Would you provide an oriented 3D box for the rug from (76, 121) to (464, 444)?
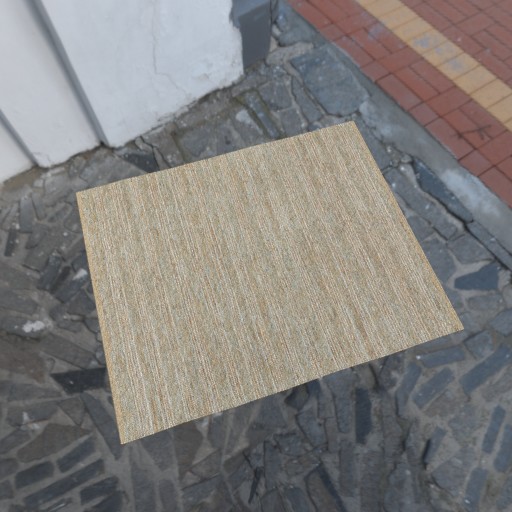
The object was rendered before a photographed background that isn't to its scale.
[{"bbox_3d":[0.000,0.000,4.177,3.034,0.012,2.471,-16,66,-7],"label":"rug"}]
